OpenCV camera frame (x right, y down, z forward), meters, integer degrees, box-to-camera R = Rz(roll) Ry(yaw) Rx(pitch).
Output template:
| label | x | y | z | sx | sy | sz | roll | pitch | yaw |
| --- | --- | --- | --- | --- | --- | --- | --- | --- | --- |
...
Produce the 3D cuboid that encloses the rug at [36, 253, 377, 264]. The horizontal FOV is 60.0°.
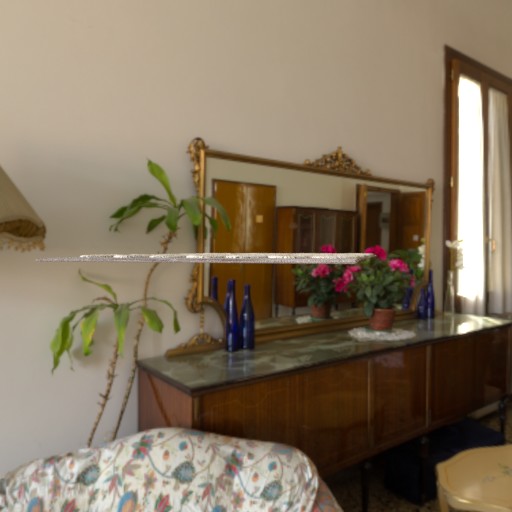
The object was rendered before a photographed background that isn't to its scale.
| label | x | y | z | sx | sy | sz | roll | pitch | yaw |
| --- | --- | --- | --- | --- | --- | --- | --- | --- | --- |
| rug | 0.000 | 0.000 | 3.015 | 1.513 | 0.033 | 2.333 | 0 | 1 | 17 |
